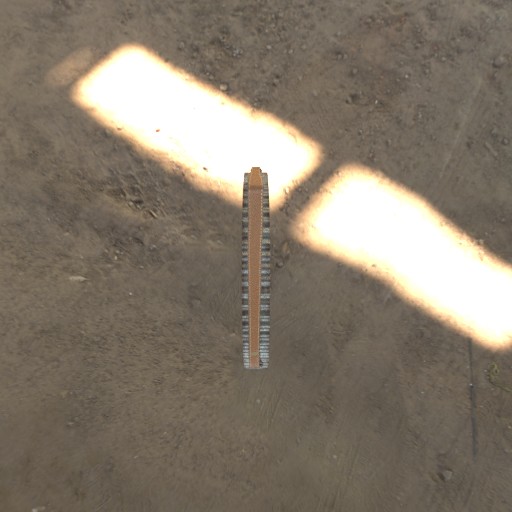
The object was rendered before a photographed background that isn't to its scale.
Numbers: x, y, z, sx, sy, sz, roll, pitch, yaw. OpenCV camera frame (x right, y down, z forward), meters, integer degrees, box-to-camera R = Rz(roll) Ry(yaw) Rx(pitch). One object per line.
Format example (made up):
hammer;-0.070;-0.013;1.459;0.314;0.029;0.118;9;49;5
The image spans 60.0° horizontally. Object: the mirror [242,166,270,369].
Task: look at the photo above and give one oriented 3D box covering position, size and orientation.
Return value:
mirror;0.000;0.000;0.715;0.042;0.568;0.355;0;76;0
